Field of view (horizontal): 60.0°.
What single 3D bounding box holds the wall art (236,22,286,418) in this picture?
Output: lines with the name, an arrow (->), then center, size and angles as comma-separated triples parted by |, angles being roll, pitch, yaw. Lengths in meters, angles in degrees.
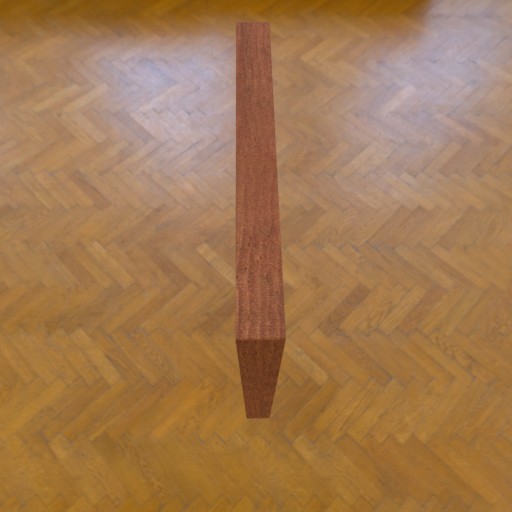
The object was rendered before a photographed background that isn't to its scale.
wall art -> 0.000, 0.000, 0.626 | 0.039, 0.449, 0.377 | -1, 63, -1
